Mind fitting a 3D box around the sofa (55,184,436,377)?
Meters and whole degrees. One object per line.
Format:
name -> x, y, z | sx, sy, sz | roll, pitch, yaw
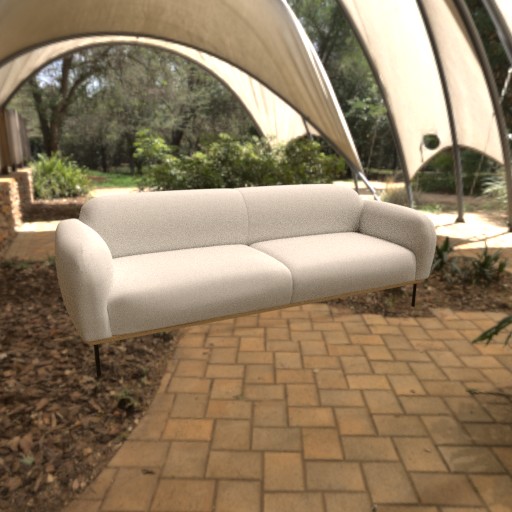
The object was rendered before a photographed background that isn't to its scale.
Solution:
sofa -> 0.000, 0.000, 2.737 | 2.257, 0.780, 0.880 | -7, 16, -26
